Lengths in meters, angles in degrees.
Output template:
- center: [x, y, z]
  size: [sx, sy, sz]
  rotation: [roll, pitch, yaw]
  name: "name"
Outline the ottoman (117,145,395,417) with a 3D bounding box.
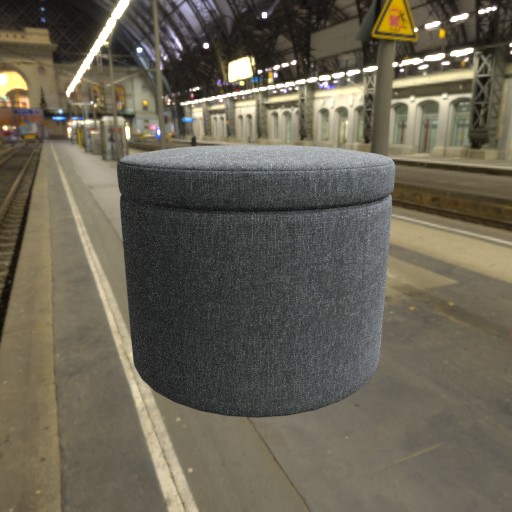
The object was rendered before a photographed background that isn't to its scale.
- center: [0.000, 0.000, 0.876]
  size: [0.500, 0.419, 0.500]
  rotation: [0, 16, 0]
  name: "ottoman"
